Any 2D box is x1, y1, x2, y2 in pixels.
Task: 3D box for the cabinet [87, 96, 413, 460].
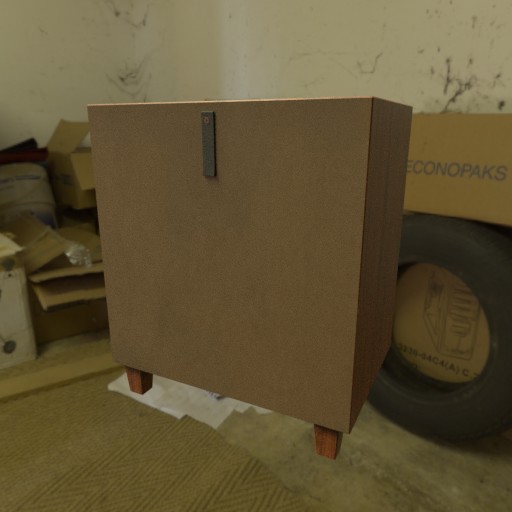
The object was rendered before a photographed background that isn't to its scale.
[{"bbox_3d":[0.000,0.000,1.079,0.607,0.695,0.410,8,18,26],"label":"cabinet"}]
